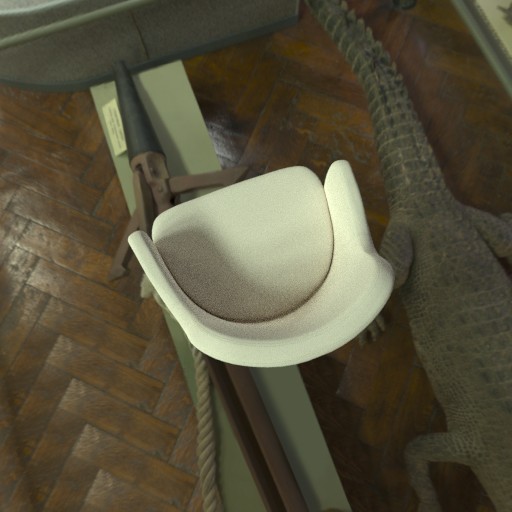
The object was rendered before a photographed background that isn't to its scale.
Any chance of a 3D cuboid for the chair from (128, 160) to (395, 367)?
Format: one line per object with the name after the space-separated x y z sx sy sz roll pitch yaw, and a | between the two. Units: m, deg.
0.000 0.000 1.265 0.602 0.819 0.647 -20 75 -6 | chair
